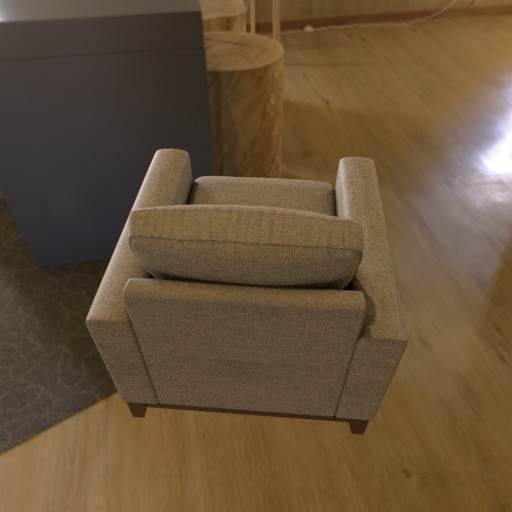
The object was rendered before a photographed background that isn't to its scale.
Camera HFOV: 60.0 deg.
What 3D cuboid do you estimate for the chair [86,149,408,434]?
[{"bbox_3d":[0.000,0.000,1.874,1.024,1.010,1.038,3,46,3],"label":"chair"}]
